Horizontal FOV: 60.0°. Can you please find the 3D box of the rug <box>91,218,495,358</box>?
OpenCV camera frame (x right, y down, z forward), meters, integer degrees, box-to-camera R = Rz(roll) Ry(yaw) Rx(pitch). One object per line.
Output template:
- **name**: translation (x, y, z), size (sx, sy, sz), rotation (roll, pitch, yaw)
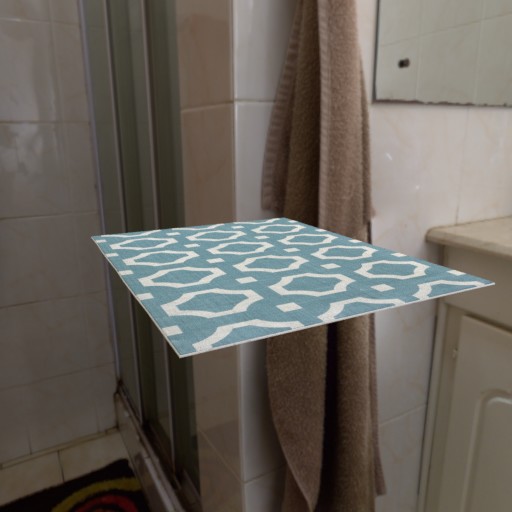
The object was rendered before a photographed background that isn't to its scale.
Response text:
- **rug**: translation (0.000, 0.000, 4.081), size (2.466, 0.021, 3.049), rotation (-8, 17, -27)
